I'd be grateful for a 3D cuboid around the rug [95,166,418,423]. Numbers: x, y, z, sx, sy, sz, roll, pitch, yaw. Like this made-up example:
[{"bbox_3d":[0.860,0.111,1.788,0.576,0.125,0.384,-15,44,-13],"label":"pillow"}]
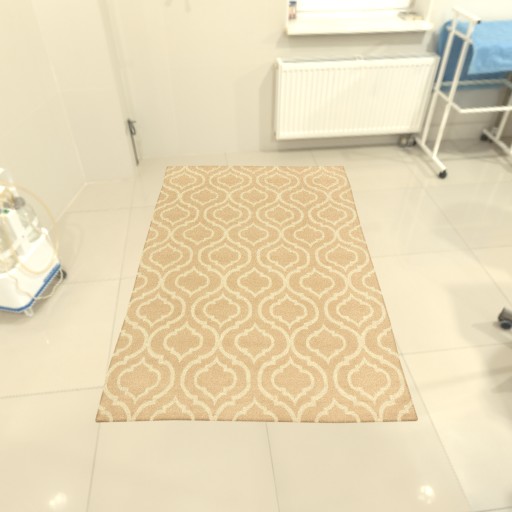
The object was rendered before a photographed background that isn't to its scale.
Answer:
[{"bbox_3d":[0.000,0.000,2.214,1.152,0.013,1.761,0,42,0],"label":"rug"}]
